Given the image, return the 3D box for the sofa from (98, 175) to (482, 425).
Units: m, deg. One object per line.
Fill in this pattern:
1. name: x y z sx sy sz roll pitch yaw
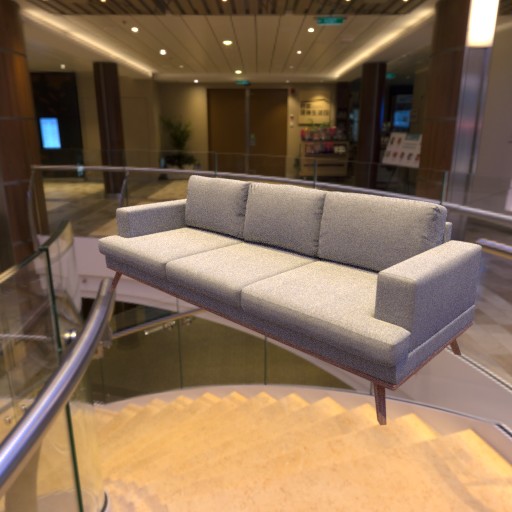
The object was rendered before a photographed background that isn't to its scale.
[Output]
1. sofa: 0.000 0.000 2.716 2.310 0.810 0.920 15 22 42
